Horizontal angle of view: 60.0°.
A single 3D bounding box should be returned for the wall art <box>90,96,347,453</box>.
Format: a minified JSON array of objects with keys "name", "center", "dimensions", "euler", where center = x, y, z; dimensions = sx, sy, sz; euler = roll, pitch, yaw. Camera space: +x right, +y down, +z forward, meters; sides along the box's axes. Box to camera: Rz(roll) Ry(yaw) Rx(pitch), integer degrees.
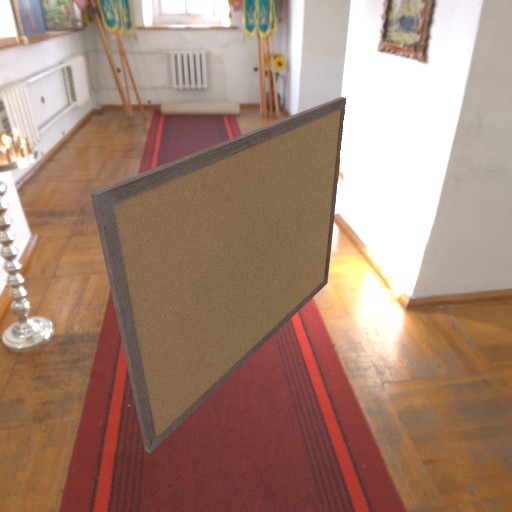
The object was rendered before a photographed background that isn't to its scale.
[{"name":"wall art","center":[0.000,0.000,1.371],"dimensions":[0.019,0.774,1.012],"euler":[21,38,30]}]
